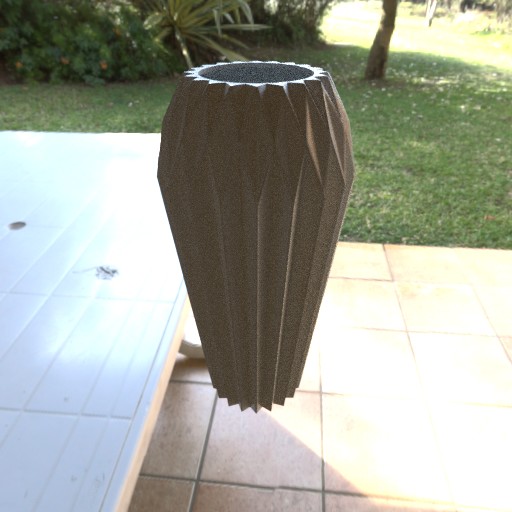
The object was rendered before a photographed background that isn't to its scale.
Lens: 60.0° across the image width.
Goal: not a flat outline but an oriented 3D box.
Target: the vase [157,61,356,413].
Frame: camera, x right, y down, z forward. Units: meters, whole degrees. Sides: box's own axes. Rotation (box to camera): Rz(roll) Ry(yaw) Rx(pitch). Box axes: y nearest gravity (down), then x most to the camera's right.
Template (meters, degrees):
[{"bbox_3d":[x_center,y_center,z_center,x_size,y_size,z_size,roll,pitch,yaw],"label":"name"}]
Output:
[{"bbox_3d":[0.000,0.000,0.338,0.133,0.263,0.133,0,32,0],"label":"vase"}]
